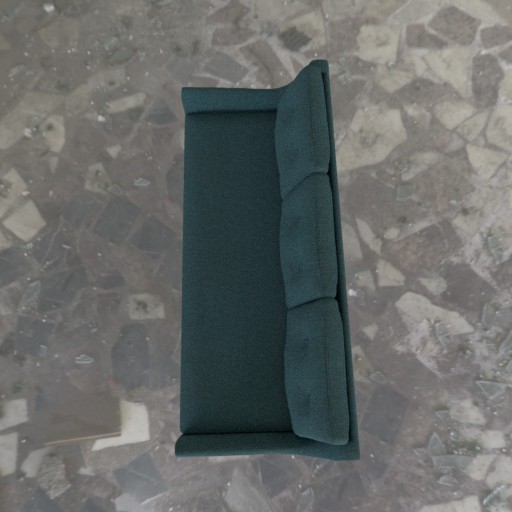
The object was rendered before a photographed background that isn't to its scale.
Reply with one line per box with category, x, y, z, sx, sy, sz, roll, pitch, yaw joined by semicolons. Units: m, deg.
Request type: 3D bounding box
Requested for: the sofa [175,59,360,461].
sofa;0.000;0.000;2.486;0.849;0.837;2.060;-2;75;0
